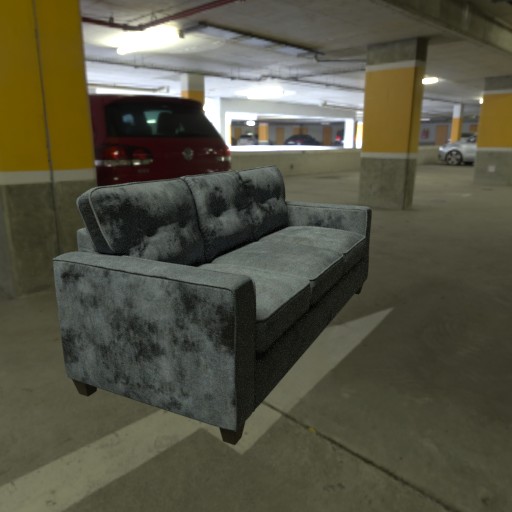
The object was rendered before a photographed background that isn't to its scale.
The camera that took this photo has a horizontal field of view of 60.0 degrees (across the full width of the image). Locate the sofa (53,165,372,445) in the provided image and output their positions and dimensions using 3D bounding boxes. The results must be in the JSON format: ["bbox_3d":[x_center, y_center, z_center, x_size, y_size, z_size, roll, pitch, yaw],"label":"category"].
[{"bbox_3d":[0.000,0.000,2.657,0.939,0.965,2.133,7,16,26],"label":"sofa"}]
